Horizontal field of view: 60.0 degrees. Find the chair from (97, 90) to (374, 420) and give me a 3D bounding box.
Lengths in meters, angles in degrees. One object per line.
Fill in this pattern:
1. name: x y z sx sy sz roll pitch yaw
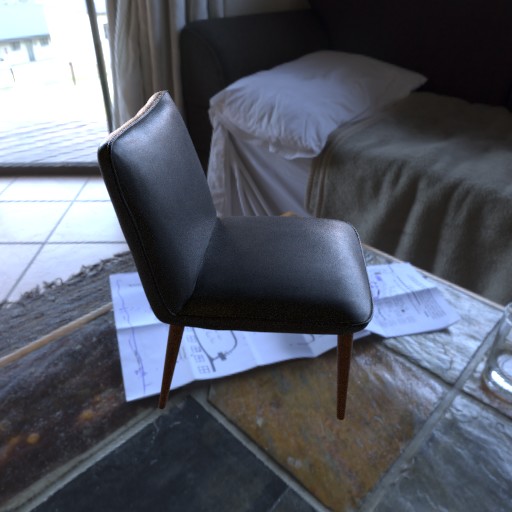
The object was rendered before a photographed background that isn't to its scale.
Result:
1. chair: 0.000 0.000 1.255 0.645 0.801 0.543 0 33 0
